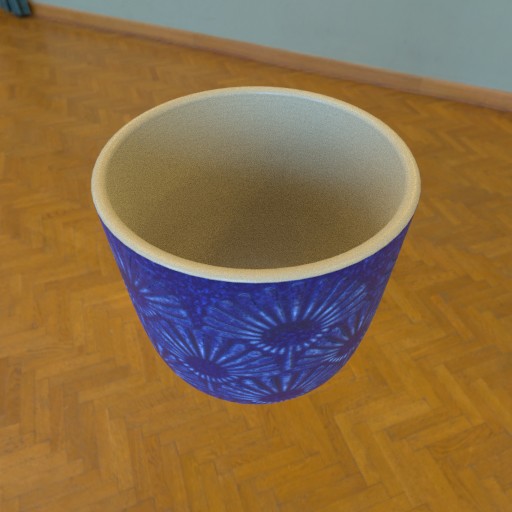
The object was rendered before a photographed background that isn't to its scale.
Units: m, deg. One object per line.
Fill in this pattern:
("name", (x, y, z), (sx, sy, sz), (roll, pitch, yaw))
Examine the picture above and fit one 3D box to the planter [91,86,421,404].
("planter", (0.000, 0.000, 0.210), (0.124, 0.109, 0.124), (0, 46, 0))
